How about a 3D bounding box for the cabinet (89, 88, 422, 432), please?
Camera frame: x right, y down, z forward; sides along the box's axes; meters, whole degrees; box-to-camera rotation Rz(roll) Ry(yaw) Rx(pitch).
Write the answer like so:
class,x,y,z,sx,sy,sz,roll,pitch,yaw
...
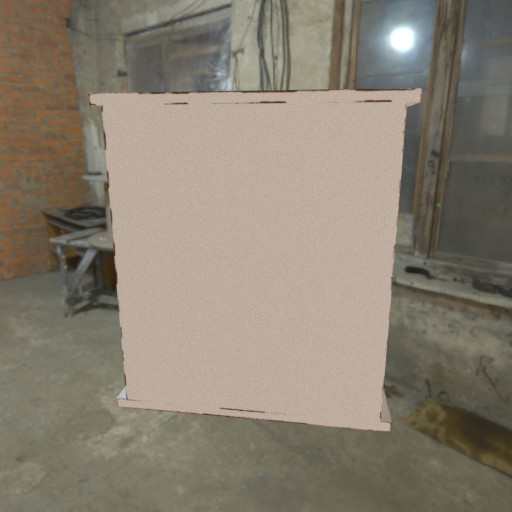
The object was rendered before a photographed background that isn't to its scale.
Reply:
class,x,y,z,sx,sy,sz,roll,pitch,yaw
cabinet,0.000,0.000,0.887,0.541,0.603,0.210,2,15,8
